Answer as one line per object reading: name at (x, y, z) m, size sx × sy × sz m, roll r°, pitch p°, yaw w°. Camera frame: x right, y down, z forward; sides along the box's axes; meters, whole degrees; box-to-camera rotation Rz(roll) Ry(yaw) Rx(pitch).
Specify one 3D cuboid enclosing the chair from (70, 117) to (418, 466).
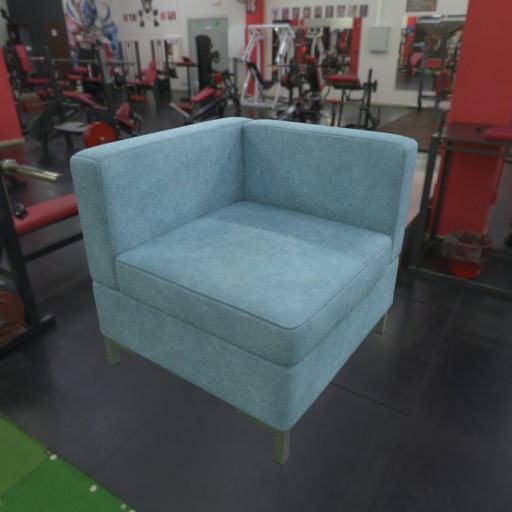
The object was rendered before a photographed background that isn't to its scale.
chair at (0.000, 0.000, 1.283) m, size 0.684 × 0.660 × 0.691 m, roll 17°, pitch 31°, yaw 31°
